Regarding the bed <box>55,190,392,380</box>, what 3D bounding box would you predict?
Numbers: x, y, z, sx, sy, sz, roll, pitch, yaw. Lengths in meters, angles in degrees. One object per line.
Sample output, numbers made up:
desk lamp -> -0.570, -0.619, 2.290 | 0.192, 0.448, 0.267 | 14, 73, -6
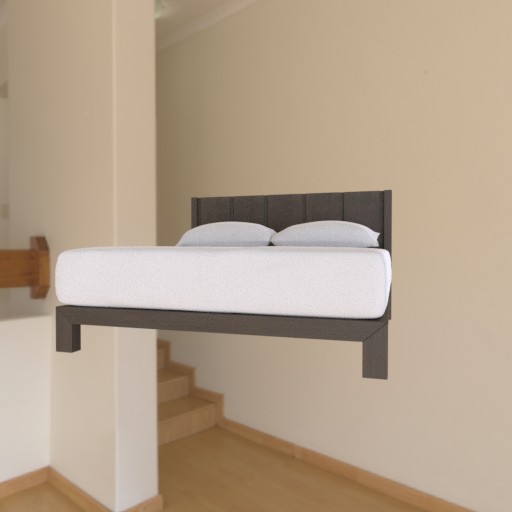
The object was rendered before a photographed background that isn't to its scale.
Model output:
bed -> 0.000, 0.000, 3.683 | 2.143, 1.261, 2.238 | 0, 1, 18
